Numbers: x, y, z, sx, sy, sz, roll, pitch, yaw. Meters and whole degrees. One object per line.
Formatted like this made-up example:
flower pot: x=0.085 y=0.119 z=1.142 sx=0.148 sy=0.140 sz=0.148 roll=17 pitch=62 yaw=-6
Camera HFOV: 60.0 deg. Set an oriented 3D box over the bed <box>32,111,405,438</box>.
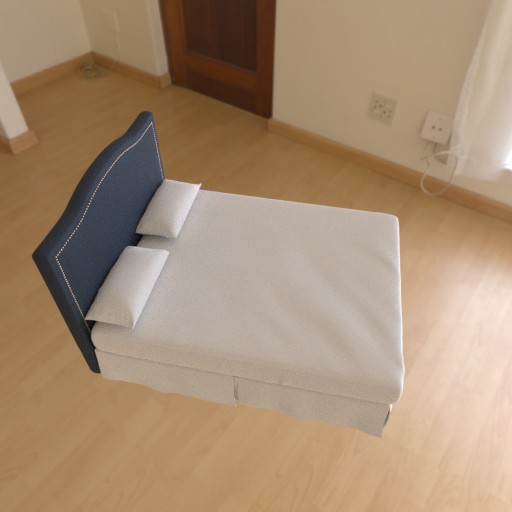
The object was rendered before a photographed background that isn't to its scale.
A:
bed: x=0.000 y=0.000 z=3.391 sx=2.282 sy=1.436 sz=1.821 roll=8 pitch=47 yaw=8
